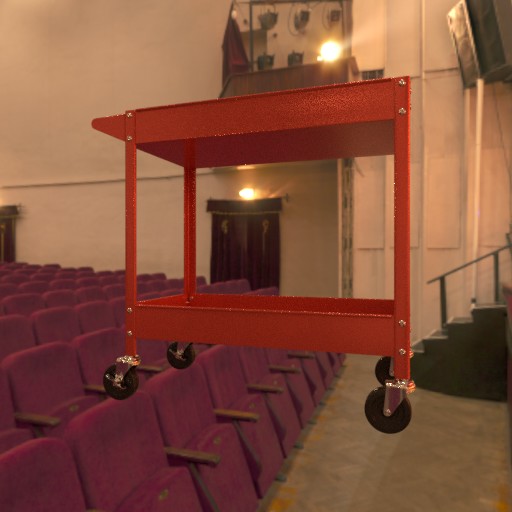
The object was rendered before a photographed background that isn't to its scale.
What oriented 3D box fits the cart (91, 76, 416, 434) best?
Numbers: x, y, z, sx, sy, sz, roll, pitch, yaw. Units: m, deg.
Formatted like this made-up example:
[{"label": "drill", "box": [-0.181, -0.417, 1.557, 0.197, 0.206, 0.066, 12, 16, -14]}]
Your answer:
[{"label": "cart", "box": [0.000, 0.000, 1.156, 0.779, 0.719, 0.366, 0, 0, 19]}]
